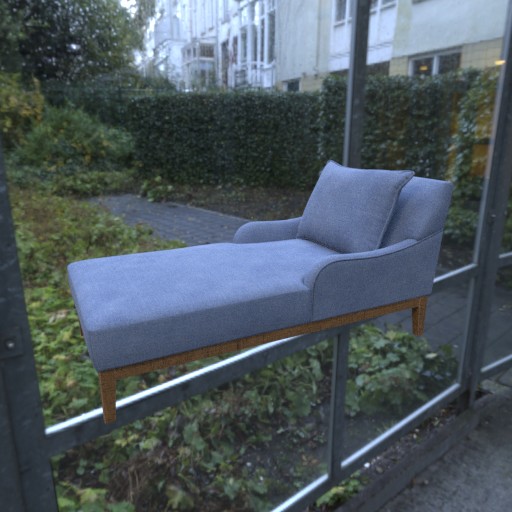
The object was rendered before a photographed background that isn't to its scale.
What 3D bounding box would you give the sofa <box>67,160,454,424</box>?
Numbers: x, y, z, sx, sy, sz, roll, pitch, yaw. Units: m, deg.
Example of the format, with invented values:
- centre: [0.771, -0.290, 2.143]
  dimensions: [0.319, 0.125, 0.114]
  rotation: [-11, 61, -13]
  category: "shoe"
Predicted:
- centre: [0.000, 0.000, 2.306]
  dimensions: [1.779, 0.883, 0.904]
  rotation: [-8, 19, -26]
  category: "sofa"
